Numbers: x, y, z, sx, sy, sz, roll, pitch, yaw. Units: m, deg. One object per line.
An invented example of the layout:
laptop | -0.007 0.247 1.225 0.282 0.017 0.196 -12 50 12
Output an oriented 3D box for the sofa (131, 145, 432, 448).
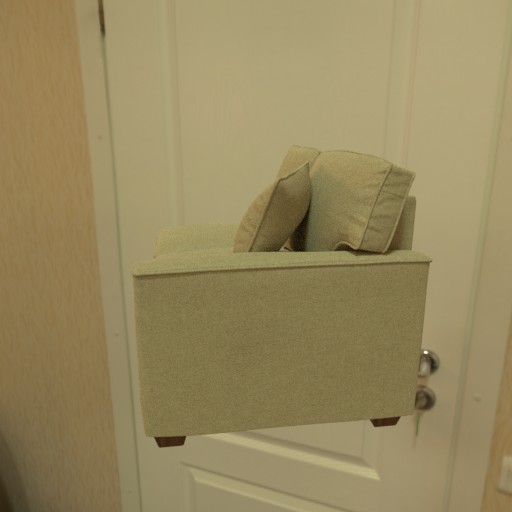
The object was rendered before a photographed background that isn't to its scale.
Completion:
sofa | 0.000 0.000 2.080 0.991 0.989 1.388 -2 15 -8
